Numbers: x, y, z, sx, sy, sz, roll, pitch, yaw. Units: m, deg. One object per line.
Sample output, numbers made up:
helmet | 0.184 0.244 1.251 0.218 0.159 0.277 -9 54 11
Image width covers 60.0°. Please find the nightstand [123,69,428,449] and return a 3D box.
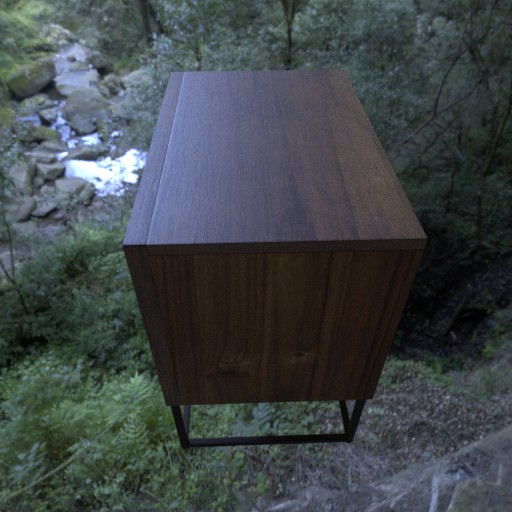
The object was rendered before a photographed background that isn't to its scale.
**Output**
nightstand | 0.000 0.000 1.012 0.437 0.610 0.610 -1 43 -1
